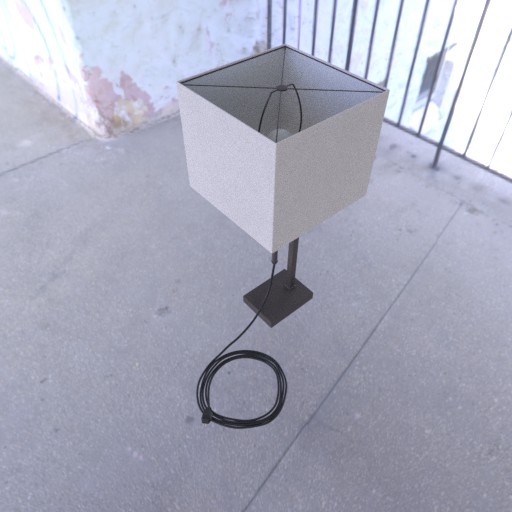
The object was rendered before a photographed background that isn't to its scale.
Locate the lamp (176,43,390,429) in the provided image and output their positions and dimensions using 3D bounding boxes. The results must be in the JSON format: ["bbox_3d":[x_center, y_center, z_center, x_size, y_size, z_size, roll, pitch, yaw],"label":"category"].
[{"bbox_3d":[0.000,0.000,0.972,0.504,0.660,0.399,-32,54,-26],"label":"lamp"}]
